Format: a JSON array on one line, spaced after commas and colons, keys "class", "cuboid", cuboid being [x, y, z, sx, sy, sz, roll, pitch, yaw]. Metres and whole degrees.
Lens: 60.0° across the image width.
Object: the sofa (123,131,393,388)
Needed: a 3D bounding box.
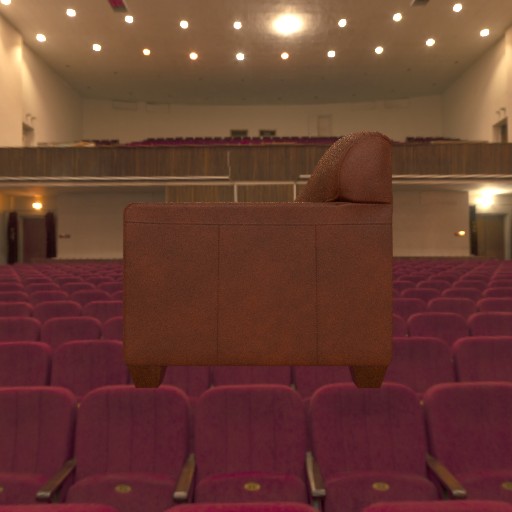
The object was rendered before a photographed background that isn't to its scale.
[{"class": "sofa", "cuboid": [0.000, 0.000, 2.456, 1.000, 0.966, 1.856, 0, -1, 0]}]
